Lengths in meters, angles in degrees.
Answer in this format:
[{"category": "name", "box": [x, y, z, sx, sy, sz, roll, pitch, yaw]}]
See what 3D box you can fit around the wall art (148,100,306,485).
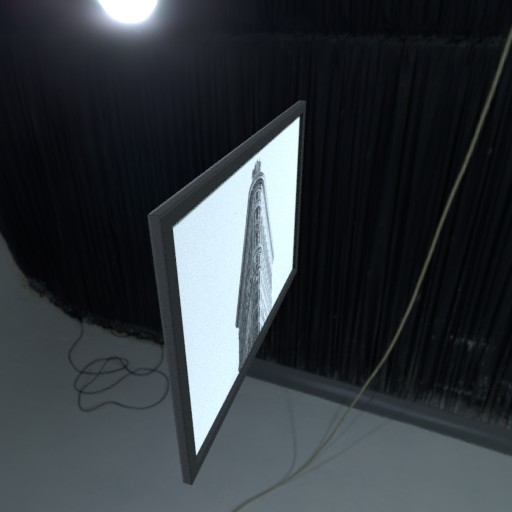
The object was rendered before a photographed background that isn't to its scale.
[{"category": "wall art", "box": [0.000, 0.000, 1.230, 0.049, 0.659, 0.964, 10, 31, 17]}]
